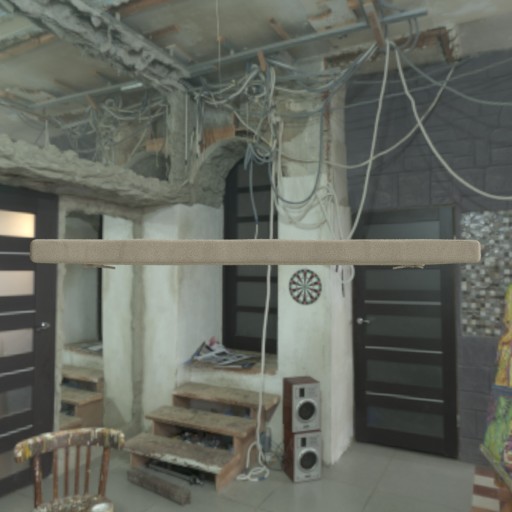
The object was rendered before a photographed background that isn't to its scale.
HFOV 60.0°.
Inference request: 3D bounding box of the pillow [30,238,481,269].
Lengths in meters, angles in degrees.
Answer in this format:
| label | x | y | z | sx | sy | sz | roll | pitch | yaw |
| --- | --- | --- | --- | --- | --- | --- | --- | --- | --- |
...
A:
| label | x | y | z | sx | sy | sz | roll | pitch | yaw |
| --- | --- | --- | --- | --- | --- | --- | --- | --- | --- |
| pillow | 0.000 | 0.000 | 1.355 | 1.187 | 0.081 | 0.492 | 0 | -2 | -1 |
